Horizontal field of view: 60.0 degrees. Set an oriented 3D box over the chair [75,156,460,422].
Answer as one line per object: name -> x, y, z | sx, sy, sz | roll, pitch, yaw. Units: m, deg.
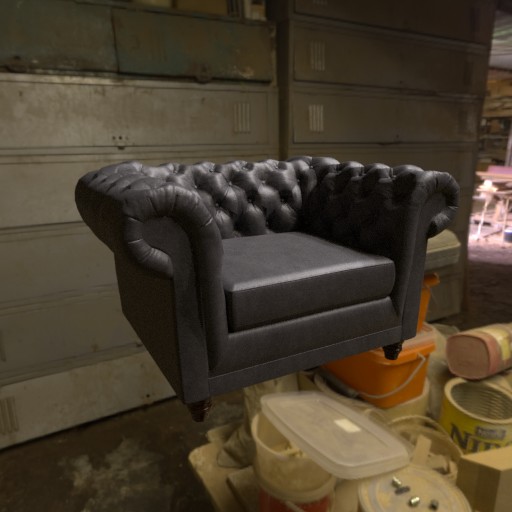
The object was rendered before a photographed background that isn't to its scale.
chair -> 0.000, 0.000, 1.856 | 1.298, 0.780, 0.943 | -8, 17, -28
